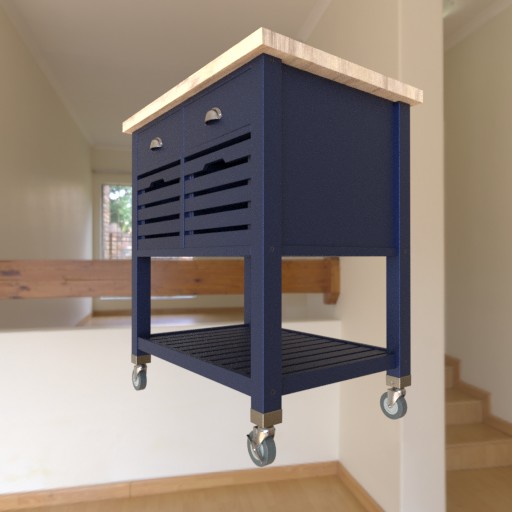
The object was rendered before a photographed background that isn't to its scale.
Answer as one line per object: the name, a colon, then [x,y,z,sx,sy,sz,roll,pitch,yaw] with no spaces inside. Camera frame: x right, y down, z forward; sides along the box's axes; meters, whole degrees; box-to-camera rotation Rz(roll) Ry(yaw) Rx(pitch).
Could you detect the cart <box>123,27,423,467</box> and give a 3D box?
cart: [0.000,0.000,1.382,0.567,0.920,0.797,0,0,-37]
